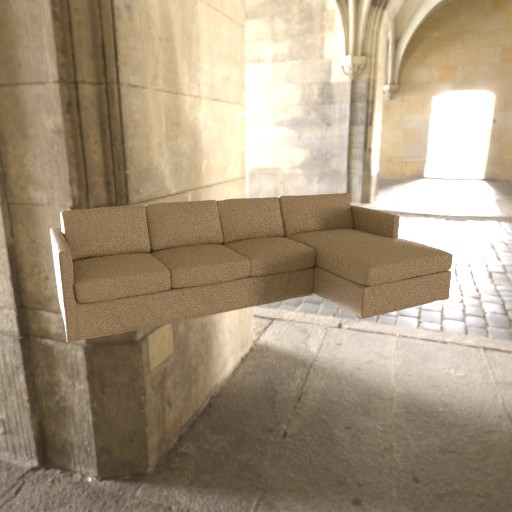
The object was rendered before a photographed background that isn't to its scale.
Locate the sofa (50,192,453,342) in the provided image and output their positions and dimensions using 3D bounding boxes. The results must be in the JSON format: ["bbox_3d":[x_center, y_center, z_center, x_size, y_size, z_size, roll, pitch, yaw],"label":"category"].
[{"bbox_3d":[0.000,0.000,3.915,3.206,0.871,1.622,-8,17,-26],"label":"sofa"}]
